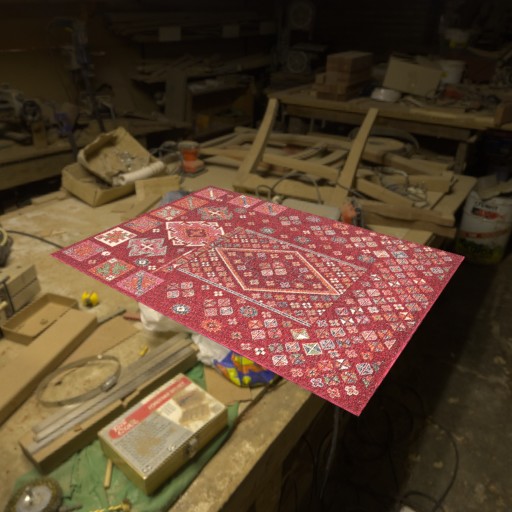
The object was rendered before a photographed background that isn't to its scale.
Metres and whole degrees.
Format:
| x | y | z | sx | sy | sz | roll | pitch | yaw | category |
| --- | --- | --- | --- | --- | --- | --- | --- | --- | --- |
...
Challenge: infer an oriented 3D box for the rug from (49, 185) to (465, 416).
| x | y | z | sx | sy | sz | roll | pitch | yaw | category |
| --- | --- | --- | --- | --- | --- | --- | --- | --- | --- |
| 0.000 | 0.000 | 2.871 | 2.184 | 0.007 | 1.579 | 20 | 35 | 31 | rug |
